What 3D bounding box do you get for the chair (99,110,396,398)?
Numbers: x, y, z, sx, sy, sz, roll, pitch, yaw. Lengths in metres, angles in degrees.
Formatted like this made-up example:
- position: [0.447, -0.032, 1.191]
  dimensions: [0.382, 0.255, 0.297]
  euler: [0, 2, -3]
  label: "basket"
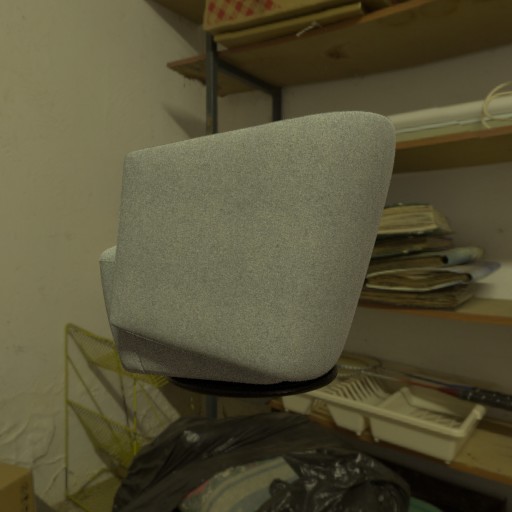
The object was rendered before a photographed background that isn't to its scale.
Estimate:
- position: [0.000, 0.000, 1.642]
  dimensions: [0.986, 0.861, 0.822]
  euler: [0, 0, 17]
  label: "chair"
